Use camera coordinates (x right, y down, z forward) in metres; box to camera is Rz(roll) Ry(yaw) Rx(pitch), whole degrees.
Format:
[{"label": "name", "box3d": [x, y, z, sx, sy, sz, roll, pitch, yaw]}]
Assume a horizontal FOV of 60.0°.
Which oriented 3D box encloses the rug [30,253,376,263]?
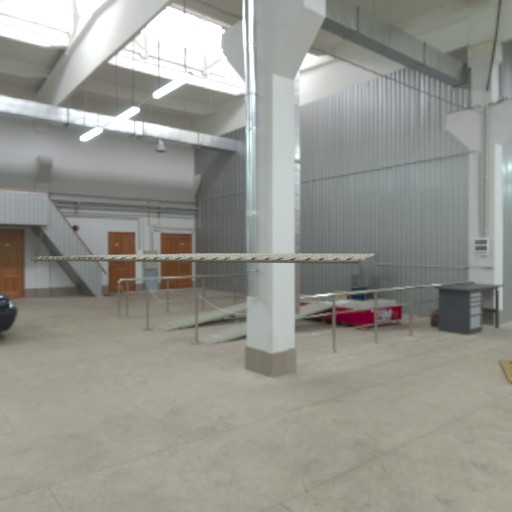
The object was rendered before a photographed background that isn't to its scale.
[{"label": "rug", "box3d": [0.000, 0.000, 3.030, 1.539, 0.023, 2.406, 0, 1, 16]}]
